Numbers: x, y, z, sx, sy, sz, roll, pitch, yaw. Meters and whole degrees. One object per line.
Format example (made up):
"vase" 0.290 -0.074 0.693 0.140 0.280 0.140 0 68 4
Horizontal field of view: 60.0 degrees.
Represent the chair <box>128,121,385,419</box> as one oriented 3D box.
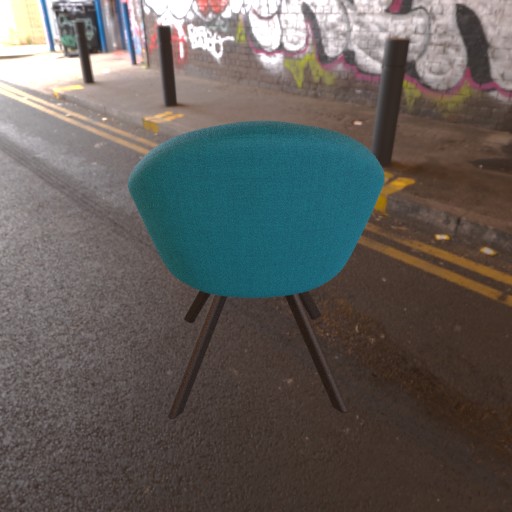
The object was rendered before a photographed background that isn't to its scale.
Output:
"chair" 0.000 0.000 1.169 0.590 0.795 0.550 -1 30 -2
